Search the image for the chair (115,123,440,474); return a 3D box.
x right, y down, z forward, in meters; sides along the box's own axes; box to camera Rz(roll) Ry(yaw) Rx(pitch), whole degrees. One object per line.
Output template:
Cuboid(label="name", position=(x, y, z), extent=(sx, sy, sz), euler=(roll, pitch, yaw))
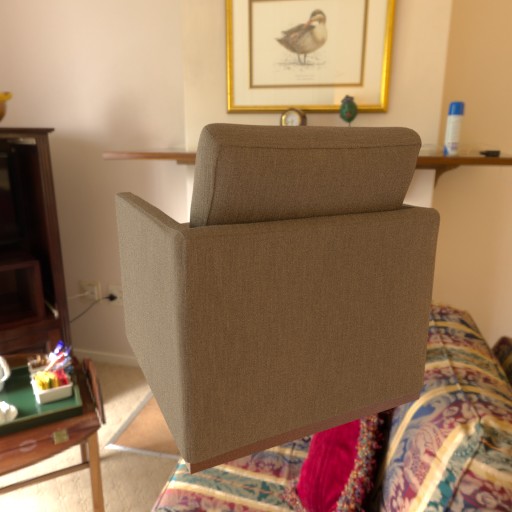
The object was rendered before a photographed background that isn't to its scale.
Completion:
Cuboid(label="chair", position=(0.000, 0.000, 1.457), extent=(0.763, 0.811, 0.834), euler=(-7, 16, -25))
